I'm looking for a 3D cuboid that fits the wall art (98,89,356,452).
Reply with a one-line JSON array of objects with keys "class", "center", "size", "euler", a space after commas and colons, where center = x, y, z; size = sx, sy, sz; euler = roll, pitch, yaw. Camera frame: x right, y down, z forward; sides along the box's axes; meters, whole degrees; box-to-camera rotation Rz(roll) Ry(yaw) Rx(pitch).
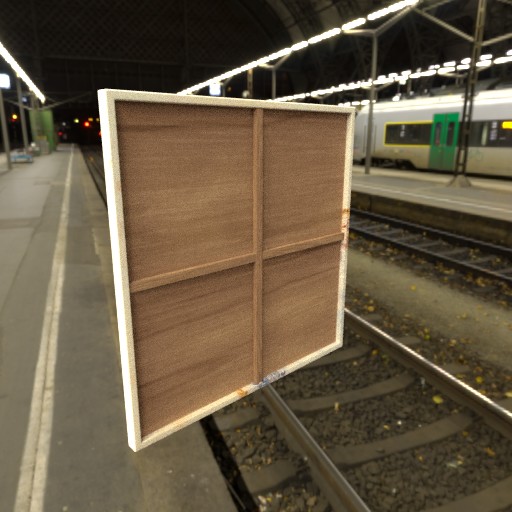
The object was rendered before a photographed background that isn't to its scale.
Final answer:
[{"class": "wall art", "center": [0.000, 0.000, 1.341], "size": [0.889, 0.889, 0.038], "euler": [-14, 20, -41]}]
